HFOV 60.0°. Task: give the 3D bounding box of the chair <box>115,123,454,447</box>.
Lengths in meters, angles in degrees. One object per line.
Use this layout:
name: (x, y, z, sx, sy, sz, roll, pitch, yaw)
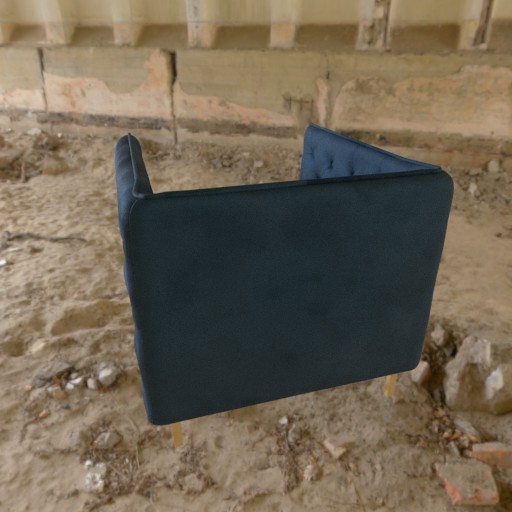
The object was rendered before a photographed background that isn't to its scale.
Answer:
chair: (0.000, 0.000, 1.543, 0.868, 0.771, 0.877, -7, 27, -15)
